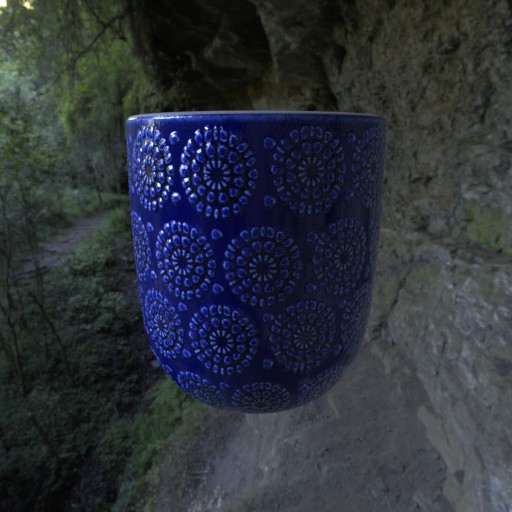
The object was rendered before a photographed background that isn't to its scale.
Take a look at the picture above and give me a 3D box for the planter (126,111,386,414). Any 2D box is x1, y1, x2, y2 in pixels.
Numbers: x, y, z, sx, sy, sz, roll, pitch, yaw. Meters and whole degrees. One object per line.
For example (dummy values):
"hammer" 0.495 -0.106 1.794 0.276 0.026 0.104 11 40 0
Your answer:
"planter" 0.000 0.000 0.347 0.184 0.206 0.184 0 15 0
